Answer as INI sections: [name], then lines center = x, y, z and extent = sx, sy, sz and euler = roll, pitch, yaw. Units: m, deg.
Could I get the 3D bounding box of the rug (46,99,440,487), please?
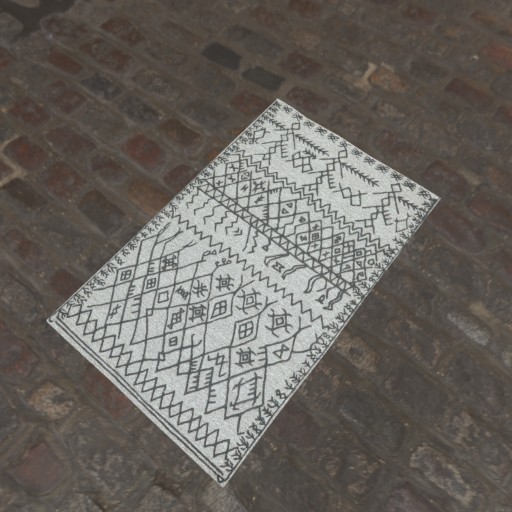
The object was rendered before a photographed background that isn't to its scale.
[rug]
center = 0.000, 0.000, 4.811
extent = 2.393, 0.019, 3.824
euler = 37, 71, 15
